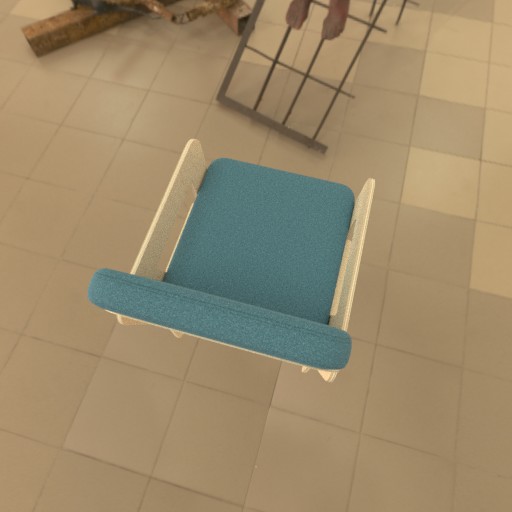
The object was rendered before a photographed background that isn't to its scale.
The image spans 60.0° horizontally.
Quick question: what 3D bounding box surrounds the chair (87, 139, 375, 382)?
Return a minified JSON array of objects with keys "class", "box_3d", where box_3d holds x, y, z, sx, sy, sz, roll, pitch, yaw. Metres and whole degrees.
[{"class":"chair","box_3d":[0.000,0.000,1.208,0.547,0.747,0.657,14,65,7]}]
